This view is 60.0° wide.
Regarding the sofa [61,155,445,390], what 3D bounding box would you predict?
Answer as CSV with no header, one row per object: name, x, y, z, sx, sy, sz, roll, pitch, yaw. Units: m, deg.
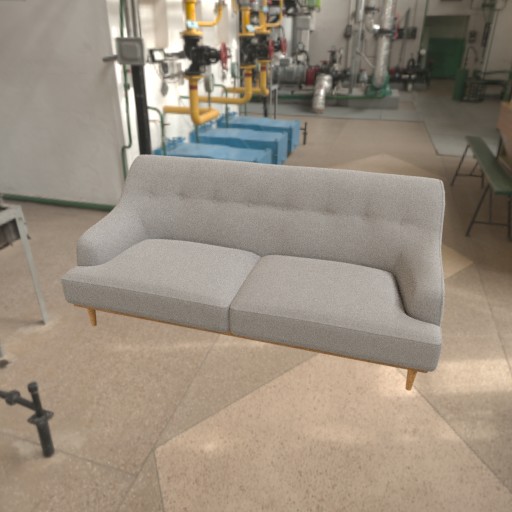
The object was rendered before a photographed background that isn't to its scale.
sofa,0.000,0.000,2.614,2.057,0.871,0.978,8,28,15
